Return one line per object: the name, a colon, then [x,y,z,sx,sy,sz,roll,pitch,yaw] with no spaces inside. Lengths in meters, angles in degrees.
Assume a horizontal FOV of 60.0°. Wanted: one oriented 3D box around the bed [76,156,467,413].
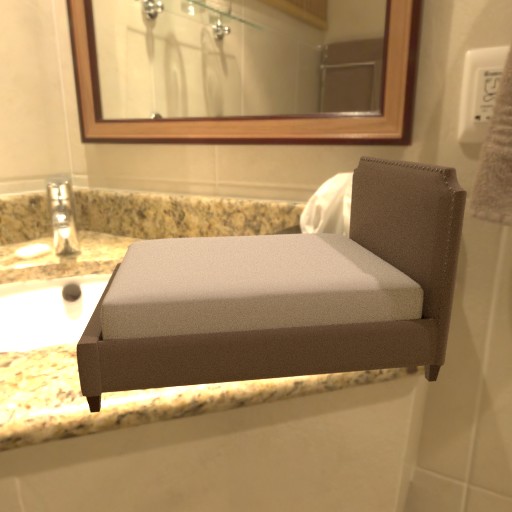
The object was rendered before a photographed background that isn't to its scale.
bed: [0.000,0.000,3.457,2.372,1.443,1.713,-2,16,-9]
